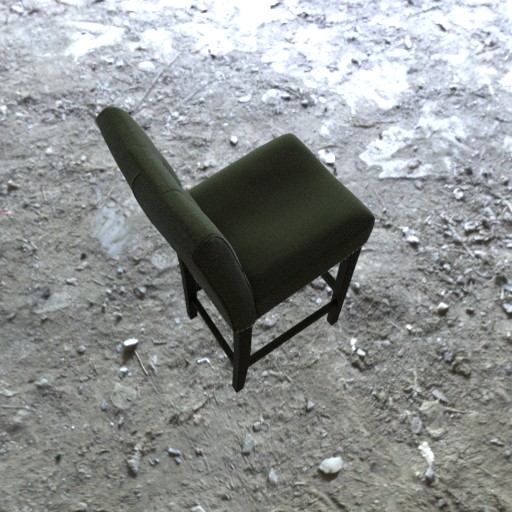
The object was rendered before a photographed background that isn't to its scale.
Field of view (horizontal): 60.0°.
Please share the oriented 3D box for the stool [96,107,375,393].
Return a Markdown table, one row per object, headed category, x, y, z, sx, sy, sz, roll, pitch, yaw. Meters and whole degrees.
| category | x | y | z | sx | sy | sz | roll | pitch | yaw |
| --- | --- | --- | --- | --- | --- | --- | --- | --- | --- |
| stool | 0.000 | 0.000 | 1.313 | 0.548 | 1.047 | 0.411 | -30 | 64 | -17 |
